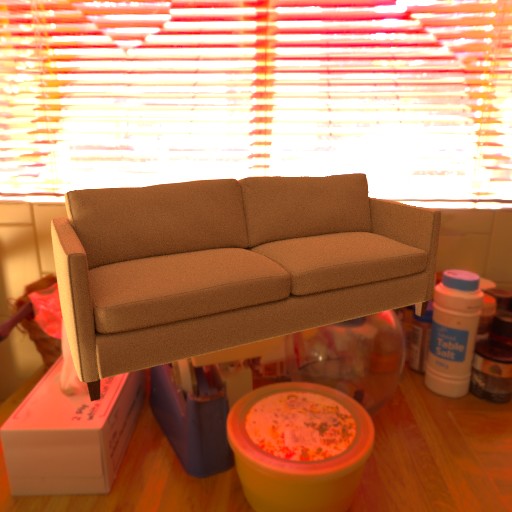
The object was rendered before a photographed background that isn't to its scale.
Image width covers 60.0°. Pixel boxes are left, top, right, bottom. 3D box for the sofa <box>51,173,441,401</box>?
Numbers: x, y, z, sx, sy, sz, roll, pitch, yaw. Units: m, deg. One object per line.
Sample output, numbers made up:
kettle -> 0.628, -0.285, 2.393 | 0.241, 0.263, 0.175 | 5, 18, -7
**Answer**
sofa -> 0.000, 0.000, 2.895 | 2.361, 0.968, 0.951 | -8, 18, -26
